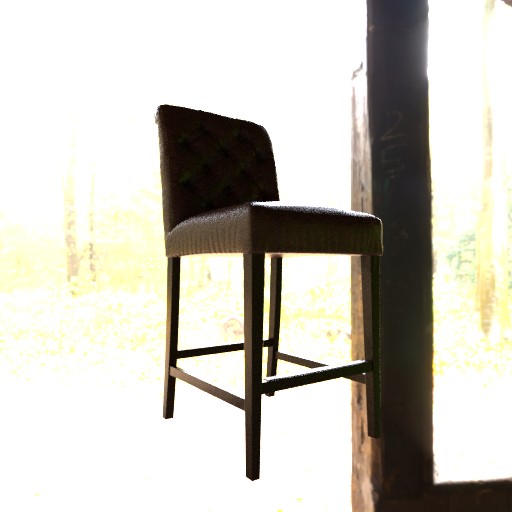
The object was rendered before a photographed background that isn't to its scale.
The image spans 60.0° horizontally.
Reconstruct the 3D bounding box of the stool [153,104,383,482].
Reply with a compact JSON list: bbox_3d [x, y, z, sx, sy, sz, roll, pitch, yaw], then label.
[{"bbox_3d":[0.000,0.000,1.448,0.486,1.084,0.660,1,-1,-35],"label":"stool"}]
